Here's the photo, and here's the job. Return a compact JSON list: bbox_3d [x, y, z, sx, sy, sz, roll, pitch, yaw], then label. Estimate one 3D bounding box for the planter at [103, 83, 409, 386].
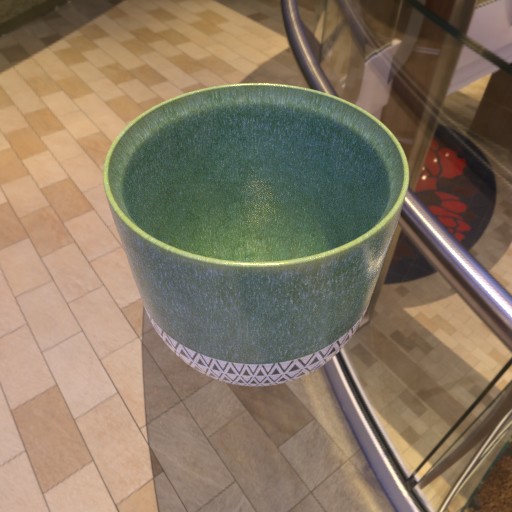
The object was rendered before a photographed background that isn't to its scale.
[{"bbox_3d":[0.000,0.000,0.492,0.266,0.270,0.266,0,48,0],"label":"planter"}]
